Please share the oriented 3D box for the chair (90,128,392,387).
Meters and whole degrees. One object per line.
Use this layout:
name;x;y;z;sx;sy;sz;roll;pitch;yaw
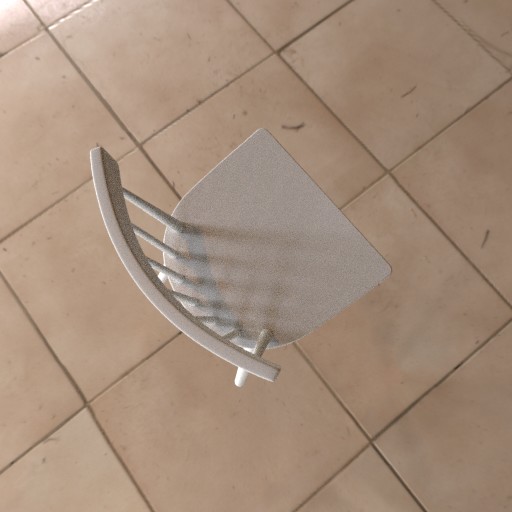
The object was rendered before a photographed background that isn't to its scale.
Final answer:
chair;0.000;0.000;1.087;0.500;0.787;0.483;-38;79;-9
